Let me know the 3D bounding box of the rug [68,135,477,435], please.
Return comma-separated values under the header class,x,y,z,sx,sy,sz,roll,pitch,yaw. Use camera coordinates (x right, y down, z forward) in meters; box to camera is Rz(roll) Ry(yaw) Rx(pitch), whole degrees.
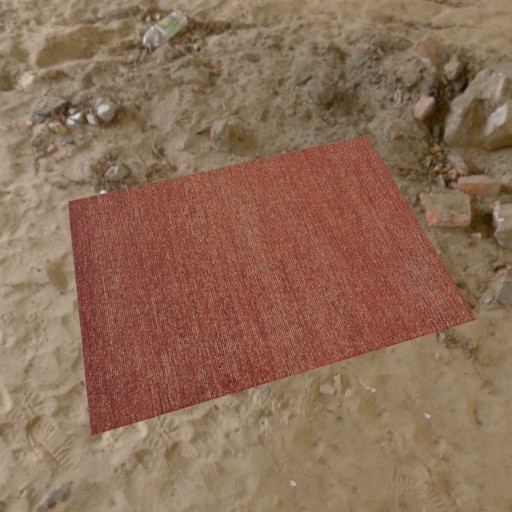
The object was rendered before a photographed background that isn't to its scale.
class,x,y,z,sx,sy,sz,roll,pitch,yaw
rug,0.000,0.000,5.012,3.965,0.025,2.803,-14,60,-8
